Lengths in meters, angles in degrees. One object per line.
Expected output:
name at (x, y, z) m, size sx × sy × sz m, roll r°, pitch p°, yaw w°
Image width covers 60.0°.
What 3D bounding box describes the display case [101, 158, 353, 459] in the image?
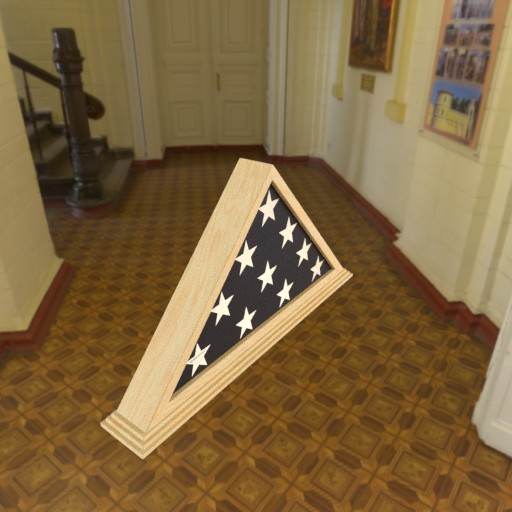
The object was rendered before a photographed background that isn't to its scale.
display case at (0.000, 0.000, 0.785) m, size 0.095 × 0.340 × 0.640 m, roll 19°, pitch 33°, yaw 33°
